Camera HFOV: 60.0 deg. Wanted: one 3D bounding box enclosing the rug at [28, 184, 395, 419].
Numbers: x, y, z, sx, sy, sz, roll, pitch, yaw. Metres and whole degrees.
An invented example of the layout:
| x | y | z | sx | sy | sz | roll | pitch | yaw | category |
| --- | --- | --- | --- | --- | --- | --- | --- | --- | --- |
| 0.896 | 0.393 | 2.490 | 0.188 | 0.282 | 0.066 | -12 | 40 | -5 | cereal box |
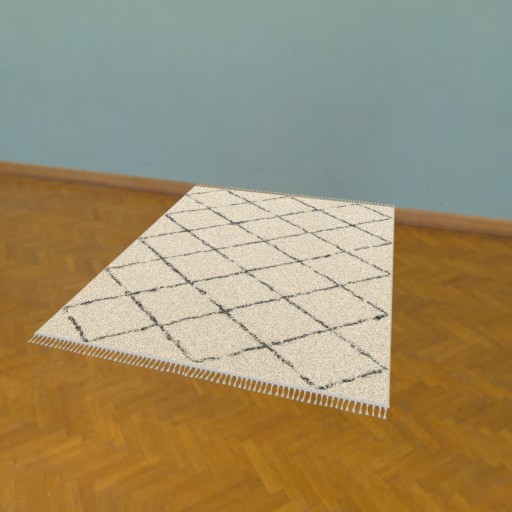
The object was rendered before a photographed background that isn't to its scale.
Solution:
| x | y | z | sx | sy | sz | roll | pitch | yaw | category |
| --- | --- | --- | --- | --- | --- | --- | --- | --- | --- |
| 0.000 | 0.000 | 3.986 | 2.380 | 0.013 | 3.051 | 8 | 31 | 14 | rug |
